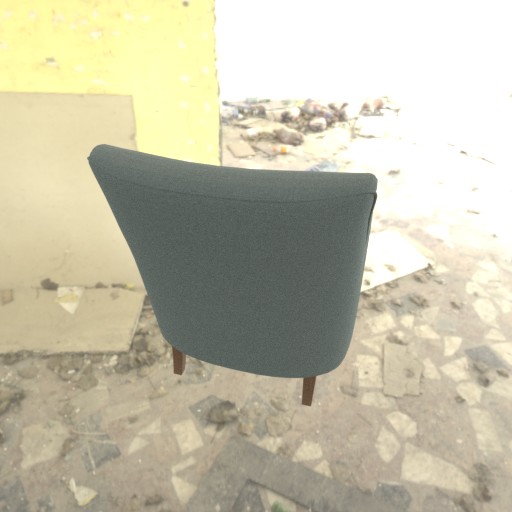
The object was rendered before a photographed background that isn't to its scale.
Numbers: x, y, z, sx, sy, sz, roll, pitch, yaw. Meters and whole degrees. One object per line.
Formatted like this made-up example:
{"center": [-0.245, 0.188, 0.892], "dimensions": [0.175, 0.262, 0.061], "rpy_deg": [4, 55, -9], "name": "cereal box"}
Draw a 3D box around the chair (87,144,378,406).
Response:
{"center": [0.000, 0.000, 1.566], "dimensions": [0.756, 0.916, 0.879], "rpy_deg": [9, 34, 14], "name": "chair"}
